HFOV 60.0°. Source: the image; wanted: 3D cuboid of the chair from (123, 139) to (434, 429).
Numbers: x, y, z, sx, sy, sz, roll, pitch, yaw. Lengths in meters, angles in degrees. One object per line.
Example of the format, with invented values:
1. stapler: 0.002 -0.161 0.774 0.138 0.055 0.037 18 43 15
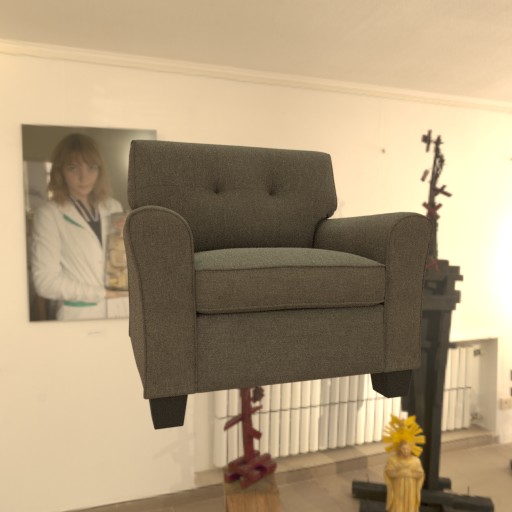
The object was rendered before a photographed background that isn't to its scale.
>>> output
1. chair: 0.000 0.000 1.623 0.941 0.890 0.816 -1 3 -18
